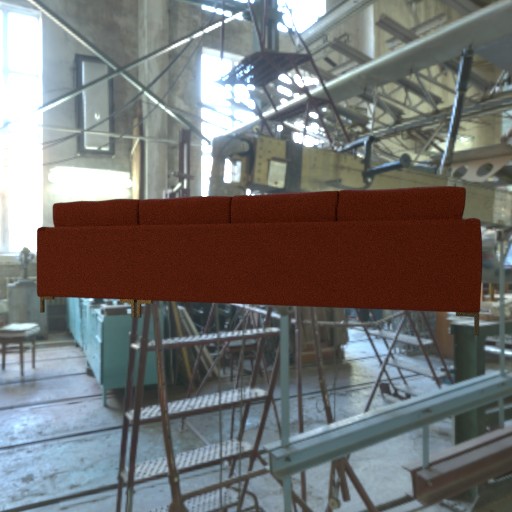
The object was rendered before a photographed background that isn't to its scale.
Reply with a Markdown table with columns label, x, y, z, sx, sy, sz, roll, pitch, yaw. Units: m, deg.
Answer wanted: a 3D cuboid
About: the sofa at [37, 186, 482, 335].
| label | x | y | z | sx | sy | sz | roll | pitch | yaw |
| --- | --- | --- | --- | --- | --- | --- | --- | --- | --- |
| sofa | 0.000 | 0.000 | 3.366 | 2.932 | 0.810 | 1.350 | 0 | 1 | 18 |
